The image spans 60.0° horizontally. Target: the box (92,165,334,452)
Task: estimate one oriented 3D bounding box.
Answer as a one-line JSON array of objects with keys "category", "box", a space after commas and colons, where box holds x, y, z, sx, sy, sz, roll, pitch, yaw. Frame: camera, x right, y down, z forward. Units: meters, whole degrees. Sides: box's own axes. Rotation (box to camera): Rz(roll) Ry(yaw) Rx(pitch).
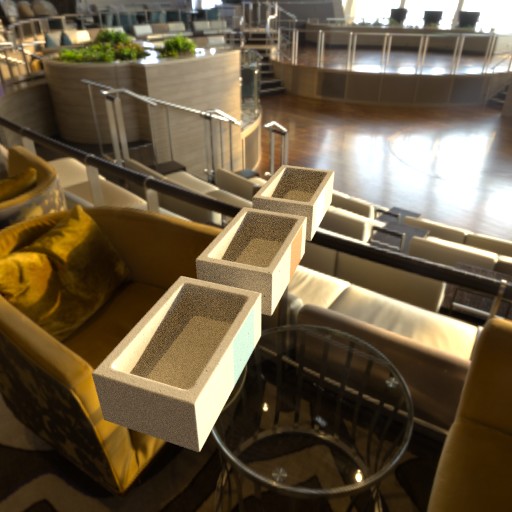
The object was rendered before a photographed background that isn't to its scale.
[{"category": "box", "box": [0.000, 0.000, 0.501, 0.082, 0.051, 0.461, 11, 33, 17]}]
